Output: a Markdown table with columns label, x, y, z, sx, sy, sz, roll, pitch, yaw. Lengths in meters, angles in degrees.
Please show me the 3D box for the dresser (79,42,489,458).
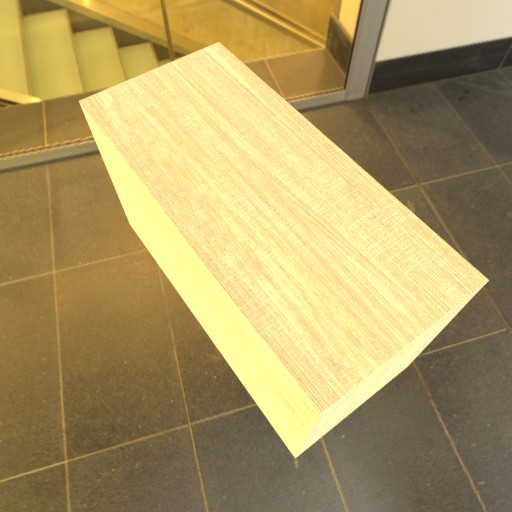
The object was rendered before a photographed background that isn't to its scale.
| label | x | y | z | sx | sy | sz | roll | pitch | yaw |
| --- | --- | --- | --- | --- | --- | --- | --- | --- | --- |
| dresser | 0.000 | 0.000 | 1.494 | 0.500 | 0.780 | 1.110 | -32 | 64 | -18 |
